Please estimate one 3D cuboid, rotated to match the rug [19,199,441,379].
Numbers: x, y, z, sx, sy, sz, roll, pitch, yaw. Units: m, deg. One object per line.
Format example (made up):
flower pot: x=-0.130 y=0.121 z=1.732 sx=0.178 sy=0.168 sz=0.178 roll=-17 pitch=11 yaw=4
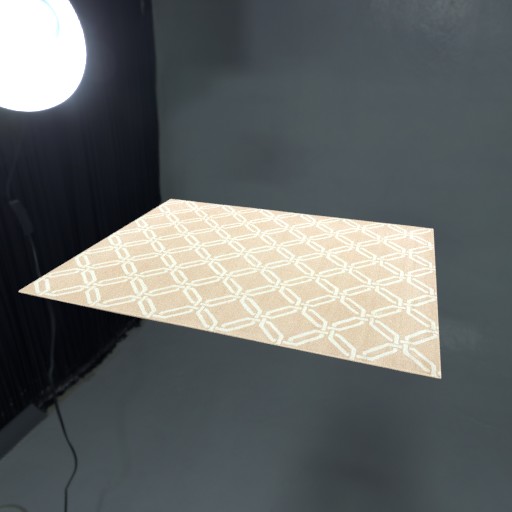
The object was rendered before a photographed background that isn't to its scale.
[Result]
rug: x=0.000 y=0.000 z=3.793 sx=2.895 sy=0.018 sz=2.288 roll=8 pitch=27 yaw=17
